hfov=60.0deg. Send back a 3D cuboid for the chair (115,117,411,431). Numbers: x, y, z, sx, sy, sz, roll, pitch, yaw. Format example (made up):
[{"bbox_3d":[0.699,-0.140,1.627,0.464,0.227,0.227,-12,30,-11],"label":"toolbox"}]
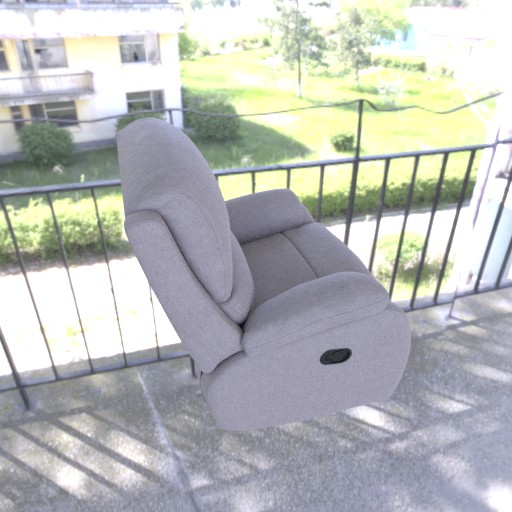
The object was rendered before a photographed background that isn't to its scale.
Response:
[{"bbox_3d":[0.000,0.000,1.699,0.899,1.011,0.930,-9,32,-14],"label":"chair"}]
